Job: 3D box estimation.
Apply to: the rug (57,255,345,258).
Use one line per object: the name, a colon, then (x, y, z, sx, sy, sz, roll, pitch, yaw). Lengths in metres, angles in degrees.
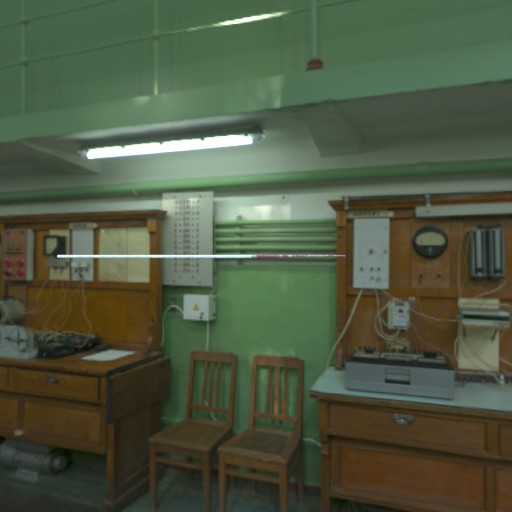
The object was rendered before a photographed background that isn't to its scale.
rug: (0.000, 0.000, 2.722, 0.787, 0.011, 2.458, 0, 0, 18)
